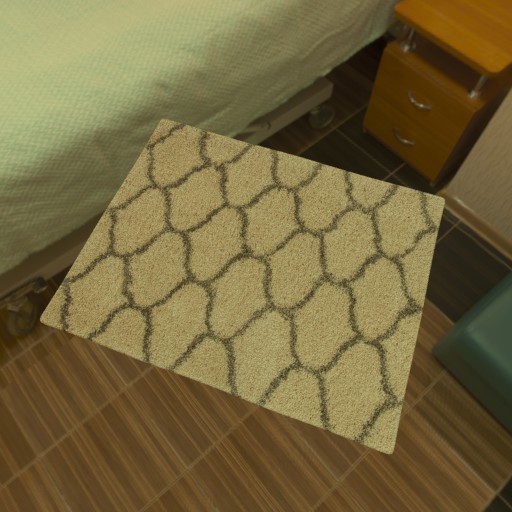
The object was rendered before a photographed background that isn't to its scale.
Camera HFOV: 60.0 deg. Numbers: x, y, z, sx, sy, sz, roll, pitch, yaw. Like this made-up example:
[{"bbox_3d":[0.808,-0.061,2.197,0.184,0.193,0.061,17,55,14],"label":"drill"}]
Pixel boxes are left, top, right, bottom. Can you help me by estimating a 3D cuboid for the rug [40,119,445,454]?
[{"bbox_3d":[0.000,0.000,3.979,3.000,0.026,2.399,18,65,9],"label":"rug"}]
